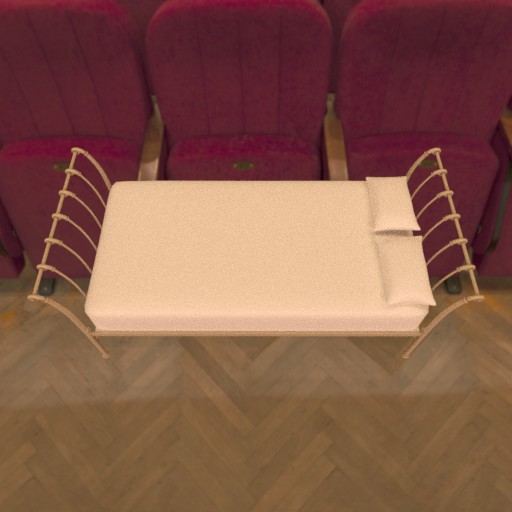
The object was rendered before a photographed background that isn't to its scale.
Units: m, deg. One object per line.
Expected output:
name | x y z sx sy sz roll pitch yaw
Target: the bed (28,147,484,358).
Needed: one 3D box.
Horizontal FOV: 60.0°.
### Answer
bed | 0.000 0.000 2.772 2.228 0.873 1.032 0 59 0
